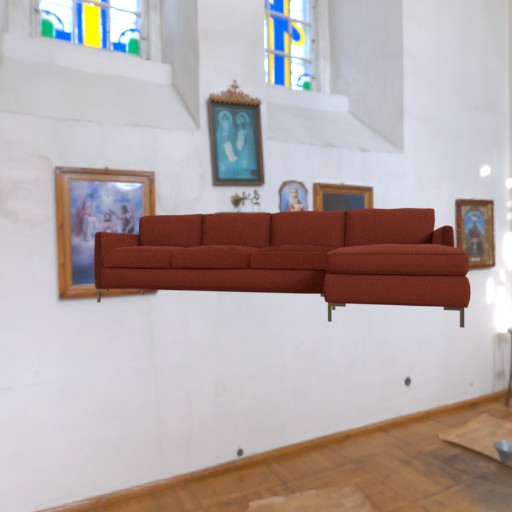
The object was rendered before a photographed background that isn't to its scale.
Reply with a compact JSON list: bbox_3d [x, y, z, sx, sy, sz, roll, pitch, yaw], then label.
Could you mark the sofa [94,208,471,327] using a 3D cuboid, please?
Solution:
[{"bbox_3d":[0.000,0.000,3.536,2.932,0.810,1.350,0,0,17],"label":"sofa"}]
